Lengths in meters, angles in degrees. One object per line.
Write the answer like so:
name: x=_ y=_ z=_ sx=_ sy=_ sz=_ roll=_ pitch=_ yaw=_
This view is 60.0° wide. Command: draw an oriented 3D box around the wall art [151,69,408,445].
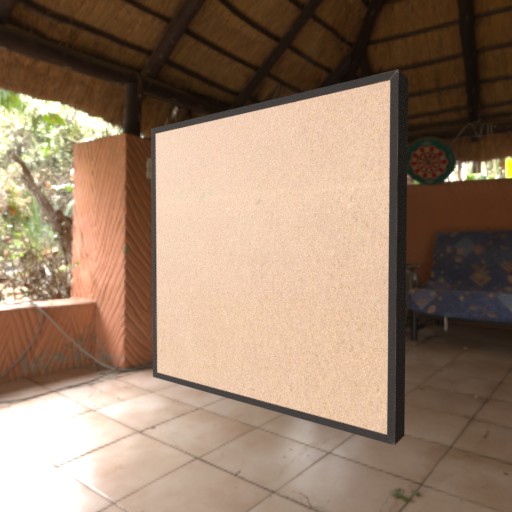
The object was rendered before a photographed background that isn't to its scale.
wall art: x=0.000 y=0.000 z=0.768 sx=0.508 sy=0.508 sz=0.038 roll=1 pitch=2 yaw=38
